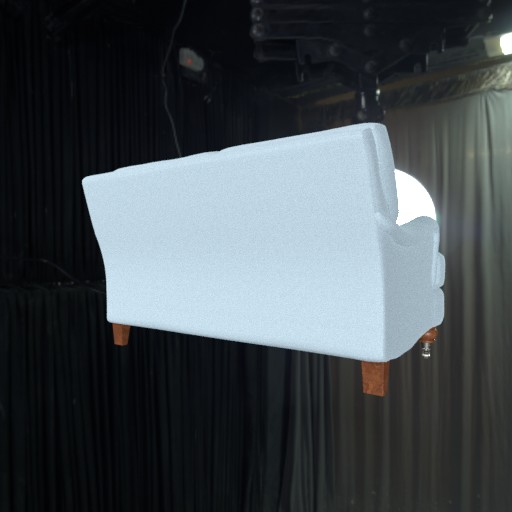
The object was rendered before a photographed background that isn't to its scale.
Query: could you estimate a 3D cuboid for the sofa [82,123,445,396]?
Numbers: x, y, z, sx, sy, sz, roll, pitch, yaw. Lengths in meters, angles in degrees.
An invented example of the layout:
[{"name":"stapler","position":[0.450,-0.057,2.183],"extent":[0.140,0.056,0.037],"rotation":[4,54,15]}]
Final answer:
[{"name":"sofa","position":[0.000,0.000,2.520],"extent":[1.853,1.101,1.084],"rotation":[0,0,36]}]
